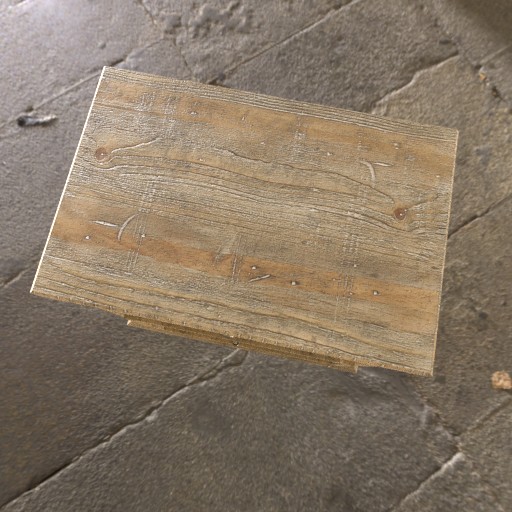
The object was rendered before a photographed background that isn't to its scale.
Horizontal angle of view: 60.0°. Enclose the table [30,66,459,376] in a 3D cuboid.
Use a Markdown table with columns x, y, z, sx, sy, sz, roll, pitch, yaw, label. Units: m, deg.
| x | y | z | sx | sy | sz | roll | pitch | yaw | label |
| --- | --- | --- | --- | --- | --- | --- | --- | --- | --- |
| 0.000 | 0.000 | 1.123 | 0.686 | 0.711 | 0.457 | 11 | 77 | 3 | table |
